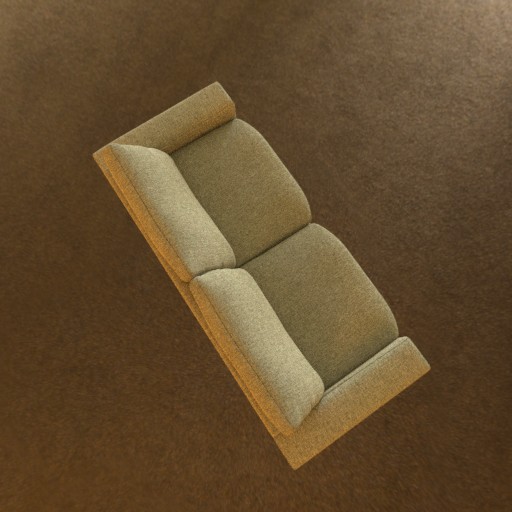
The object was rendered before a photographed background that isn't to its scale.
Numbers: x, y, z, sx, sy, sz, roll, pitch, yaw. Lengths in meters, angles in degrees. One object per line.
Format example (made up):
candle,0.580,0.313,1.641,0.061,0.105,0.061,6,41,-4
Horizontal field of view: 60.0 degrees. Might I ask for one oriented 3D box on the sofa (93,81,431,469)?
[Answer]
sofa,0.000,0.000,2.830,1.040,0.922,2.299,-33,79,-8
